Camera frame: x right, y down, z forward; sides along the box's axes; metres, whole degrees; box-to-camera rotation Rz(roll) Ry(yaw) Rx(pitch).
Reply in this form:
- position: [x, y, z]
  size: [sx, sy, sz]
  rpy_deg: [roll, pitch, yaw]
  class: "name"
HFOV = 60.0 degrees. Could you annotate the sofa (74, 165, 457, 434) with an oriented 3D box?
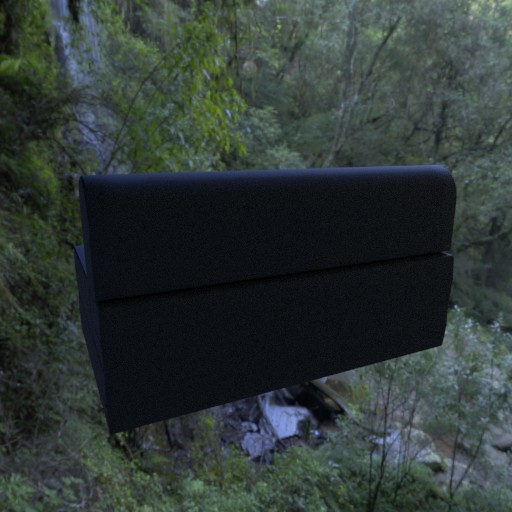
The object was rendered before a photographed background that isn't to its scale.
- position: [0.000, 0.000, 1.643]
  size: [1.219, 0.660, 0.762]
  rpy_deg: [-7, 16, -25]
  class: "sofa"
